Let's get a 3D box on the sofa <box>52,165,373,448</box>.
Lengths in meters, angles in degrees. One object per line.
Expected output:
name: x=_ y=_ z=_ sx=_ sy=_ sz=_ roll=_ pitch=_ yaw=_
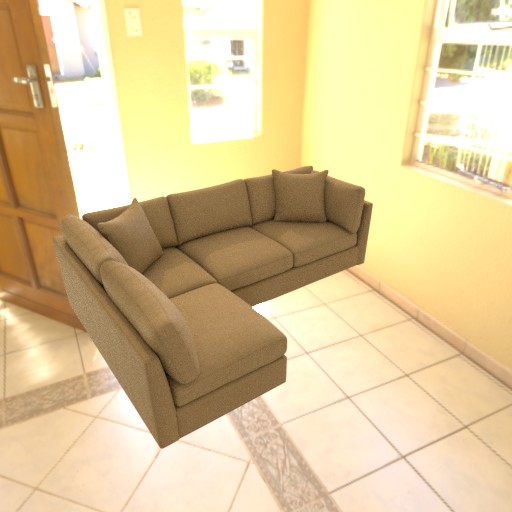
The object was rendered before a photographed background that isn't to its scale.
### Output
sofa: x=0.000 y=0.000 z=3.919 sx=2.896 sy=0.978 sz=1.994 roll=-18 pitch=32 yaw=-31
